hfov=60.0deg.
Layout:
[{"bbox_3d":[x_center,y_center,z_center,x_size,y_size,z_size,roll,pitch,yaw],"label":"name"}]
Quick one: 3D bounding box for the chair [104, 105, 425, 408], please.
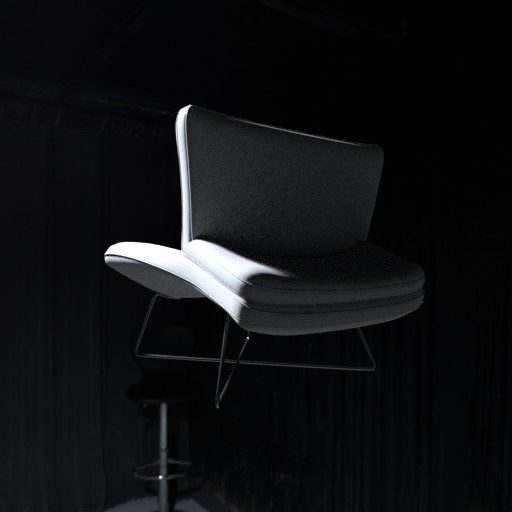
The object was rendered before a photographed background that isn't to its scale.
[{"bbox_3d":[0.000,0.000,1.672,0.859,0.855,1.008,0,1,-36],"label":"chair"}]
